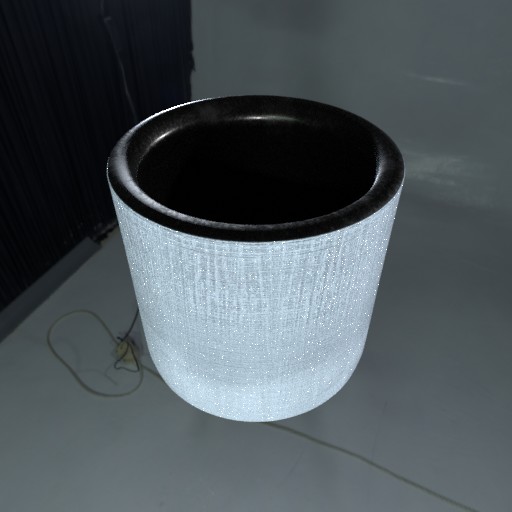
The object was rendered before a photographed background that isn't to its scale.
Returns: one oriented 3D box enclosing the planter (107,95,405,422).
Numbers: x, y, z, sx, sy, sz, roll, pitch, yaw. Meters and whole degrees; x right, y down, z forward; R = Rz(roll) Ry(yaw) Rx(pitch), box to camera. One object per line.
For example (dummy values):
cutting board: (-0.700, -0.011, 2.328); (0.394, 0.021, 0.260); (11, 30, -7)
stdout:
planter: (0.000, 0.000, 0.290); (0.160, 0.156, 0.160); (0, 41, 0)
